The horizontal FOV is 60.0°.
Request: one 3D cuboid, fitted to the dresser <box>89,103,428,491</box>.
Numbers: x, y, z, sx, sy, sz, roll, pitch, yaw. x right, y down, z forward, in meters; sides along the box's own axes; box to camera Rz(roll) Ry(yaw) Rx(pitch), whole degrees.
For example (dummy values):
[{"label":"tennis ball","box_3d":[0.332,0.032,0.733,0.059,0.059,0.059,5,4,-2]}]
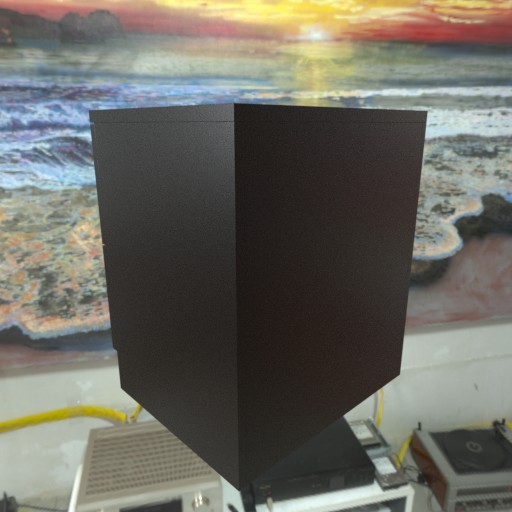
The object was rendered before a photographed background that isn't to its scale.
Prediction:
[{"label":"dresser","box_3d":[0.000,0.000,0.755,0.400,0.470,0.360,-15,22,-41]}]
